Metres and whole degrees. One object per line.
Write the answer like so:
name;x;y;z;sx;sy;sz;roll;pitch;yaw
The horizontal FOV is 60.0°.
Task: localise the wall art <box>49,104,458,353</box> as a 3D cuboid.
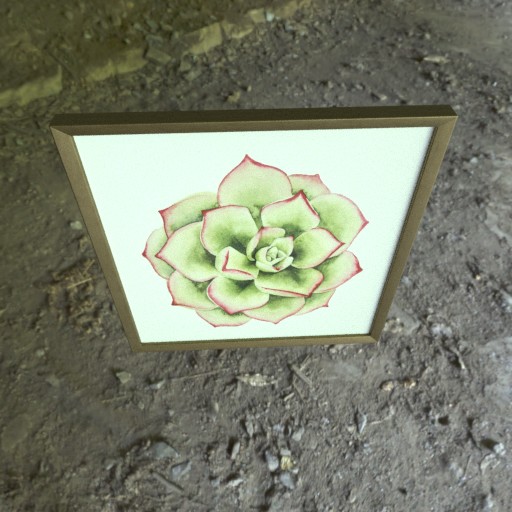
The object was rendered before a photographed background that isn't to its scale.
wall art;0.000;0.000;0.735;0.503;0.506;0.031;-2;46;-2
